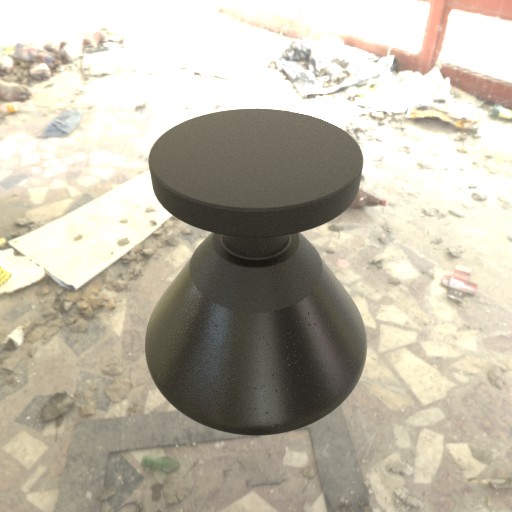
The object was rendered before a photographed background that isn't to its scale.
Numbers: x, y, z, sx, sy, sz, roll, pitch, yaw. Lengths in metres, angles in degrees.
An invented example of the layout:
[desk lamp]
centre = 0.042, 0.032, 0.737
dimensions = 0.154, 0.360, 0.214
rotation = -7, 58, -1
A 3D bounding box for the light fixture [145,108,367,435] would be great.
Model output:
[light fixture]
centre = 0.000, 0.000, 0.349
dimensions = 0.200, 0.183, 0.200
rotation = 0, 40, 0
